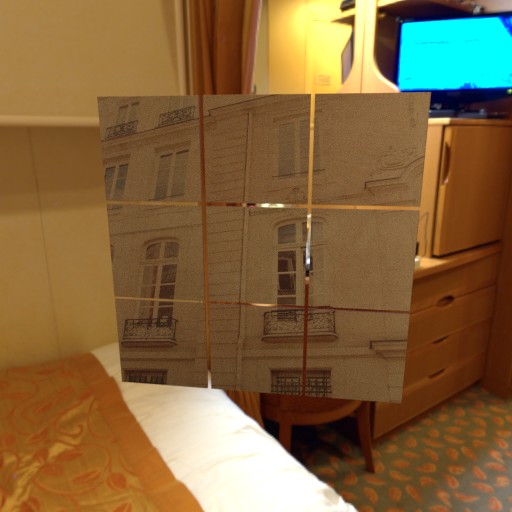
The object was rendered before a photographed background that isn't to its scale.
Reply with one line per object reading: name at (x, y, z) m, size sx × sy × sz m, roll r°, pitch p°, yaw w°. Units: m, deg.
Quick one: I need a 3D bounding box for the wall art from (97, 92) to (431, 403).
wall art at (0.000, 0.000, 2.218) m, size 1.526 × 1.522 × 0.023 m, roll 2°, pitch 15°, yaw 8°
